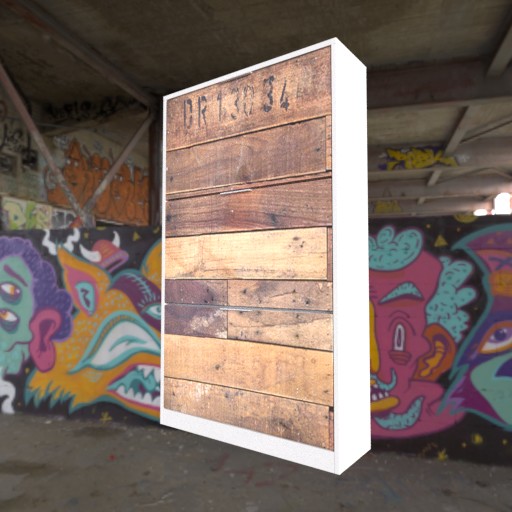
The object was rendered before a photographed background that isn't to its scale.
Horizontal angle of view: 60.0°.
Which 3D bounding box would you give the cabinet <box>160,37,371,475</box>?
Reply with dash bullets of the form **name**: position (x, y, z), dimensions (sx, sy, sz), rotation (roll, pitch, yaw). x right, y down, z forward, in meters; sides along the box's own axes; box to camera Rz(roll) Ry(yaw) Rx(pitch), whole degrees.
- **cabinet**: position (0.000, 0.000, 1.604), dimensions (0.750, 1.280, 0.250), rotation (-2, -3, 36)
